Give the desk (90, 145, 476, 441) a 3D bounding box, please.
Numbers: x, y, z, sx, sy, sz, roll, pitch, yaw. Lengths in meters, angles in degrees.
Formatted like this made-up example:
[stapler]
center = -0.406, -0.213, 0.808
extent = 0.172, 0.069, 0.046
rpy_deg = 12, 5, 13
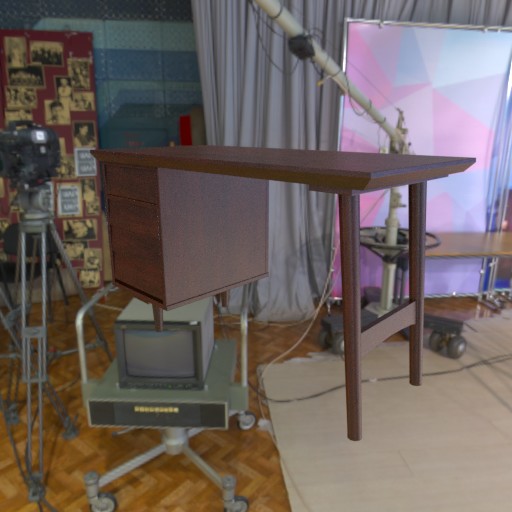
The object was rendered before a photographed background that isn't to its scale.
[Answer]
[desk]
center = 0.000, 0.000, 1.674
extent = 1.277, 0.758, 0.612
rpy_deg = 16, 22, 42
